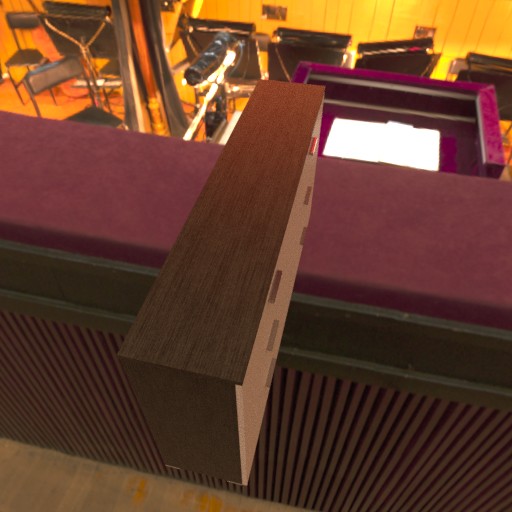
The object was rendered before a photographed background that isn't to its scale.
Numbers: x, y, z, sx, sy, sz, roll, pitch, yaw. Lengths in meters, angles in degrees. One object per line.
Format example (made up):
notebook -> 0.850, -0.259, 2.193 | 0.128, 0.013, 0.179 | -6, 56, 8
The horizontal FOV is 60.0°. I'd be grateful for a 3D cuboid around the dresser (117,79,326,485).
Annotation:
dresser -> 0.000, 0.000, 1.854 | 0.333, 0.790, 1.535 | 10, 47, 9
